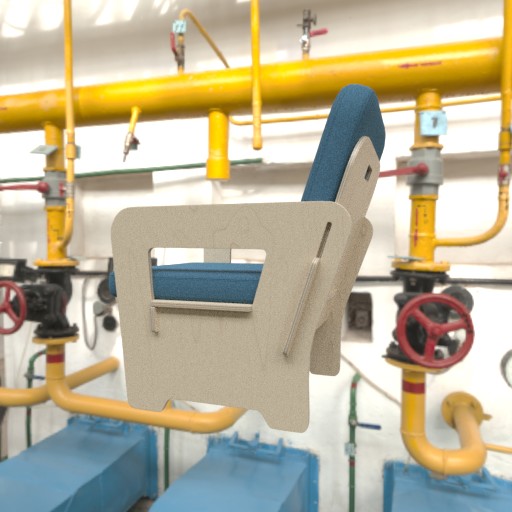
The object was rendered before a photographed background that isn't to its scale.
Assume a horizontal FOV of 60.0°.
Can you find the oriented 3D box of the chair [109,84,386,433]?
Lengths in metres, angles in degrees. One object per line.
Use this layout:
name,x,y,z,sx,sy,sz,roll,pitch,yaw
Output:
chair,0.000,0.000,1.209,0.657,0.747,0.547,1,2,19
